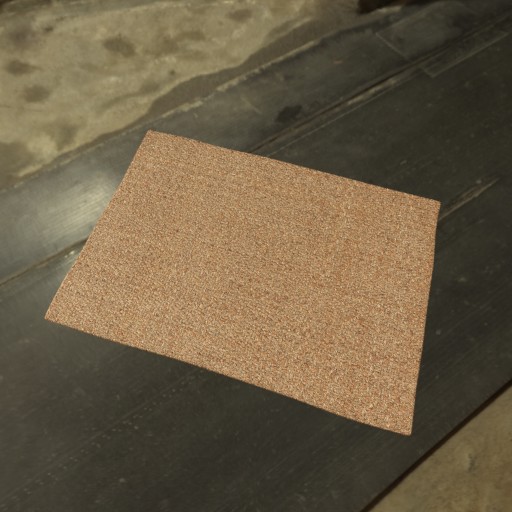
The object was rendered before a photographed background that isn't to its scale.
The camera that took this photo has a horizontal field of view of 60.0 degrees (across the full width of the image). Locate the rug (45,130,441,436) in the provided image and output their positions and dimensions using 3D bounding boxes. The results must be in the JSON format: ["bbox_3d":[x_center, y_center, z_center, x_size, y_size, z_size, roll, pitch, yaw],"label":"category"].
[{"bbox_3d":[0.000,0.000,2.773,2.141,0.013,1.566,15,63,8],"label":"rug"}]
